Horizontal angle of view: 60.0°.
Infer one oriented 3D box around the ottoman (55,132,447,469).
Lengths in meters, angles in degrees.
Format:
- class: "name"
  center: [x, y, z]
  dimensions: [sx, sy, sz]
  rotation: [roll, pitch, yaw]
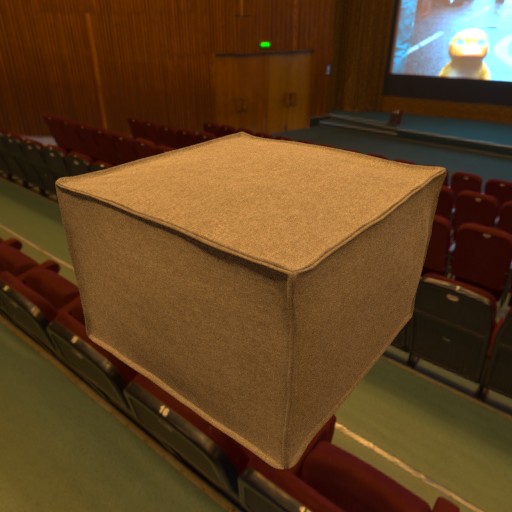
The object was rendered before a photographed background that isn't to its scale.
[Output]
- class: "ottoman"
  center: [0.000, 0.000, 1.152]
  dimensions: [0.707, 0.470, 0.696]
  rotation: [21, 35, 33]
